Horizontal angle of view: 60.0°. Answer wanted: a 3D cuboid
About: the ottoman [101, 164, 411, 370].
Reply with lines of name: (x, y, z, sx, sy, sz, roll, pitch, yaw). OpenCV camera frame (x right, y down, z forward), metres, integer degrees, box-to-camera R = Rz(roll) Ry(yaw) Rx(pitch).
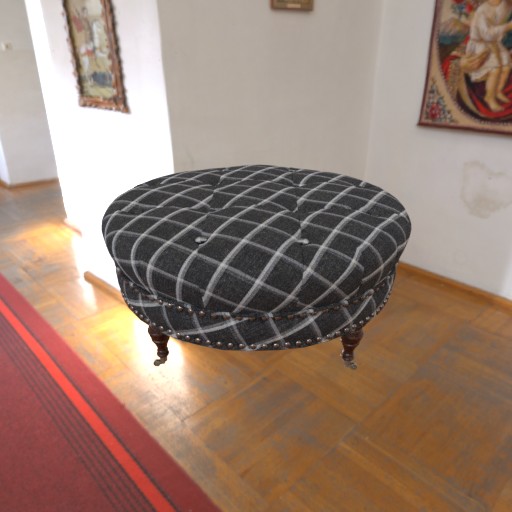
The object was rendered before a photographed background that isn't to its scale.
ottoman: (0.000, 0.000, 1.412, 0.901, 0.439, 0.901, 0, 26, 0)
